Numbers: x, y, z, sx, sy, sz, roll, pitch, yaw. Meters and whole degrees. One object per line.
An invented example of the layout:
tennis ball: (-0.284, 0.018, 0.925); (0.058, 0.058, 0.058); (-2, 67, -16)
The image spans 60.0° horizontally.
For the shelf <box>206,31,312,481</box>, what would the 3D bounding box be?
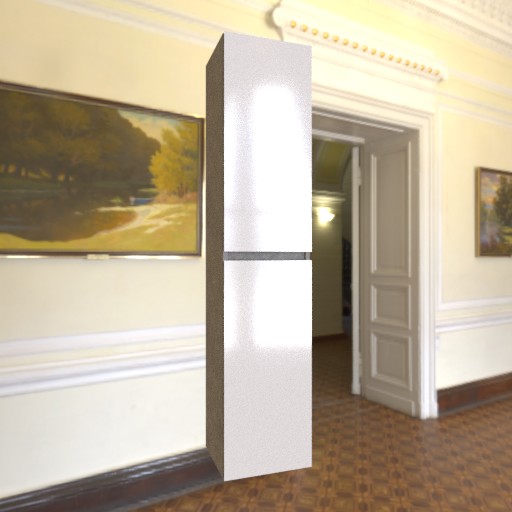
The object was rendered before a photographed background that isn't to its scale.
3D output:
shelf: (0.000, 0.000, 1.554); (0.300, 1.400, 0.270); (0, 0, -19)
